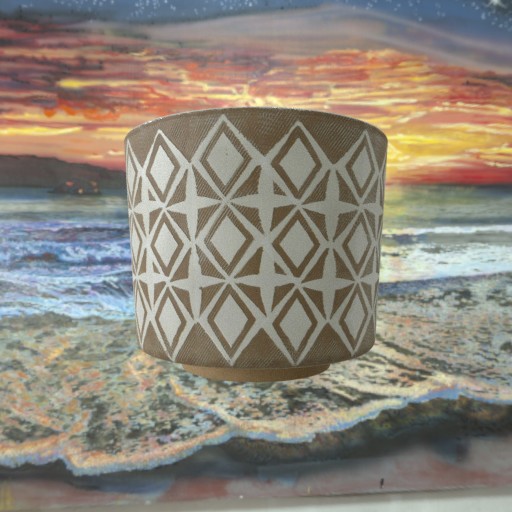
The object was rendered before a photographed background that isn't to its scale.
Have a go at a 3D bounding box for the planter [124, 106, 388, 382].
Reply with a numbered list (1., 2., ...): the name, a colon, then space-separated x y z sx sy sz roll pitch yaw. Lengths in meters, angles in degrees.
1. planter: 0.000 0.000 0.456 0.260 0.220 0.260 0 0 0
